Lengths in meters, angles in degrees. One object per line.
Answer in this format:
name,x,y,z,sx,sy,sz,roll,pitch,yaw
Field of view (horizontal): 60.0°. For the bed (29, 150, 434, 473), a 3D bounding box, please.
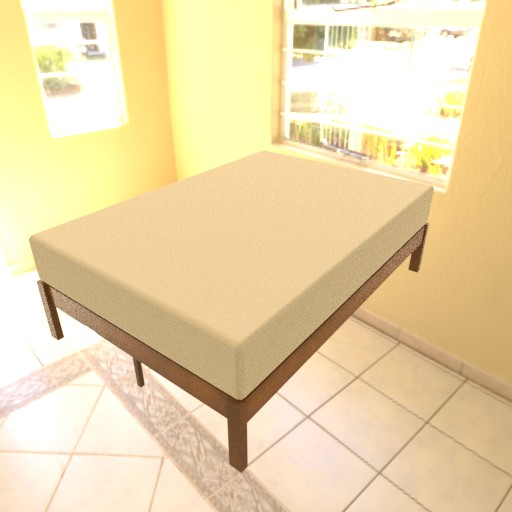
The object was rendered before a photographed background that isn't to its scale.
bed,0.000,0.000,2.591,1.348,0.616,1.927,21,35,32
